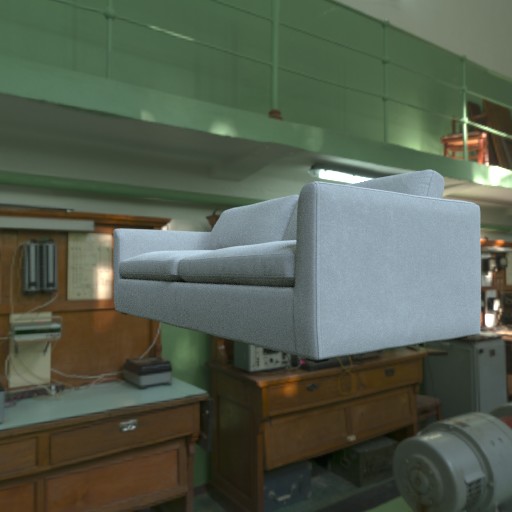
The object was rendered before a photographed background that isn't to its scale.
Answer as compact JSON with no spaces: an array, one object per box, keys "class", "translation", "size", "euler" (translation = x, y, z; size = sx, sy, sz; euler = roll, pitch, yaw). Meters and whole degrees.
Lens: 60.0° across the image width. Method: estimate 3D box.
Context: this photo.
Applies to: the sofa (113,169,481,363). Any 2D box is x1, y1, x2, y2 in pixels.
[{"class":"sofa","translation":[0.000,0.000,2.725],"size":[1.090,0.838,2.588],"euler":[1,-2,-35]}]
